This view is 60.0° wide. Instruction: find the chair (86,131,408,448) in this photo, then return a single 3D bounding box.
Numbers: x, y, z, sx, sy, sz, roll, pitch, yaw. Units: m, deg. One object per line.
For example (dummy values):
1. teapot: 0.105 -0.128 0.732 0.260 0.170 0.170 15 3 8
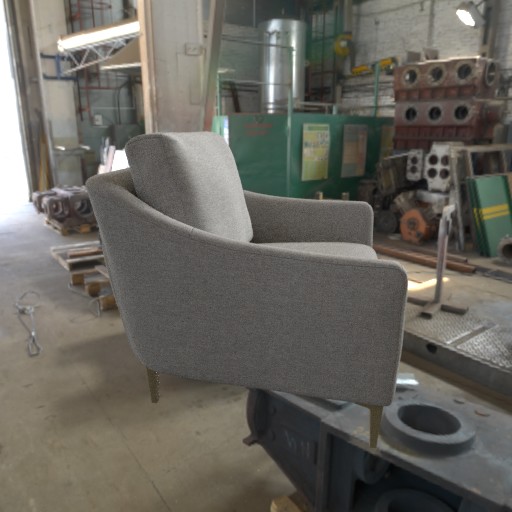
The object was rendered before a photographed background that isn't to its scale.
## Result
1. chair: 0.000 0.000 1.673 0.961 0.902 0.986 2 16 8
